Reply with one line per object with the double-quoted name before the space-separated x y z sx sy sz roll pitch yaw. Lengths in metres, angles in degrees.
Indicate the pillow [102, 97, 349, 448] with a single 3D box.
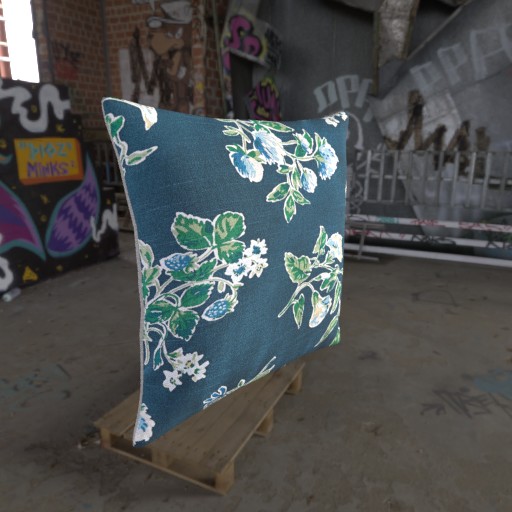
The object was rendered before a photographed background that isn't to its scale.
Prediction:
"pillow" 0.000 0.000 0.787 0.525 0.508 0.166 -14 21 -42
